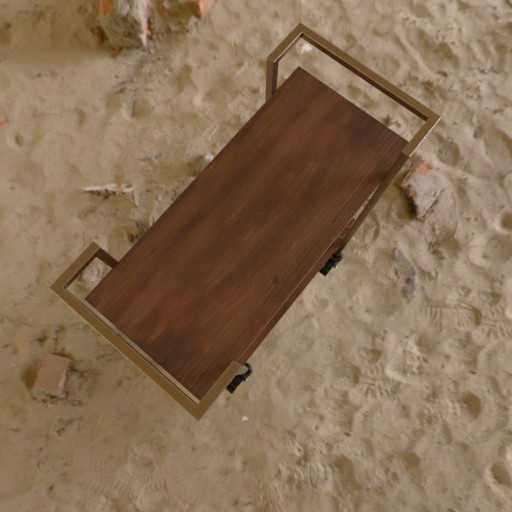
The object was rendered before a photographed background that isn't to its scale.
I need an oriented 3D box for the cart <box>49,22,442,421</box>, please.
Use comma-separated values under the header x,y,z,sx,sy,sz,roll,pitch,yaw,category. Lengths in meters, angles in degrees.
x,y,z,sx,sy,sz,roll,pitch,yaw,category
0.000,0.000,1.167,0.364,0.807,0.695,38,79,9,cart
